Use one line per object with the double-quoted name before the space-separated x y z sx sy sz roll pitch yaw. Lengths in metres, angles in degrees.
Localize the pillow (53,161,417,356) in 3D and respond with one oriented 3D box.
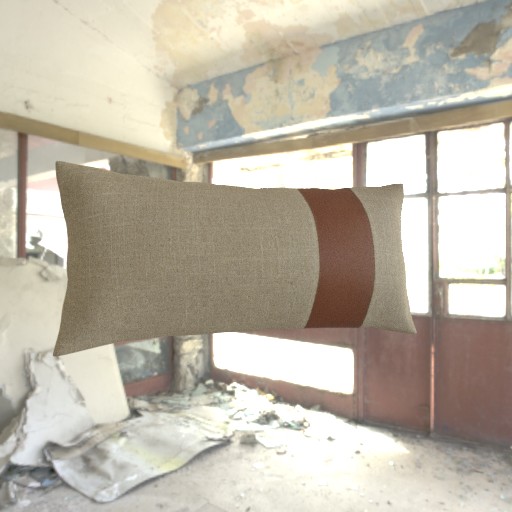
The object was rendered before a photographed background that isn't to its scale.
"pillow" 0.000 0.000 0.732 0.612 0.282 0.155 0 0 -18
